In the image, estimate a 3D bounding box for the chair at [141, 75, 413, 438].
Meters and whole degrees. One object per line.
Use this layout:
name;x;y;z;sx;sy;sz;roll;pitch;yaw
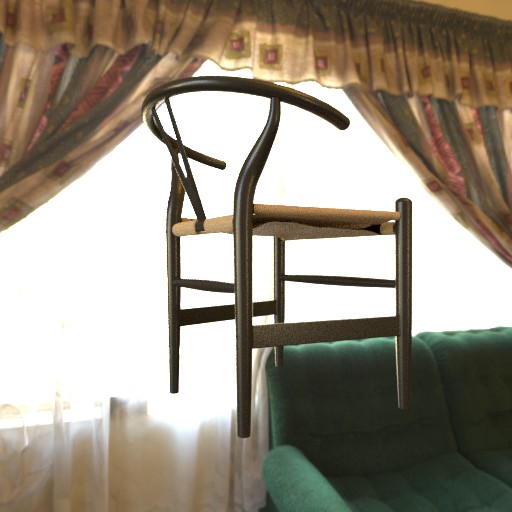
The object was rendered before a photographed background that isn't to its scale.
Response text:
chair;0.000;0.000;1.140;0.570;0.739;0.570;0;0;-34
